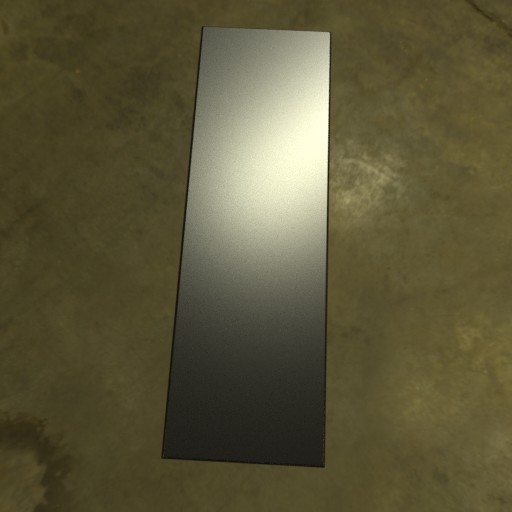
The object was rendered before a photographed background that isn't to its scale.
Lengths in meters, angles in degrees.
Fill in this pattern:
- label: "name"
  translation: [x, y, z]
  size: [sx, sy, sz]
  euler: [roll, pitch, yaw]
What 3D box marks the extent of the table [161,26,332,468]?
- label: "table"
  translation: [0.000, 0.000, 1.566]
  size: [0.386, 0.819, 1.191]
  euler: [3, 77, 1]
